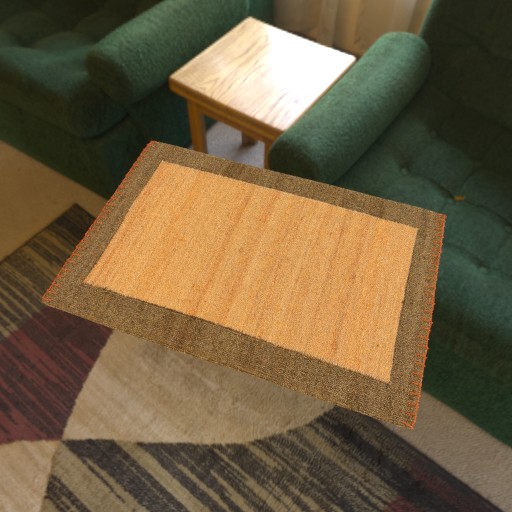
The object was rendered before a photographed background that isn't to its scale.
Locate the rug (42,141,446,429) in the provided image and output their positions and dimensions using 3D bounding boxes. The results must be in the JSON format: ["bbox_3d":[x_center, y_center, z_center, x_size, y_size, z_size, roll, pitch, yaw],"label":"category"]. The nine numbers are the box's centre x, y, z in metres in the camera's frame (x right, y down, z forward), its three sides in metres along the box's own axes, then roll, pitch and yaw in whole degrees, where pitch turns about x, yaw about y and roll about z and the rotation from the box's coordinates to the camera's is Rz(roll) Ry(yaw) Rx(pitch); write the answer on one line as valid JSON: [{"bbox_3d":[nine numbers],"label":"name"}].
[{"bbox_3d":[0.000,0.000,2.316,1.838,0.019,1.220,16,58,10],"label":"rug"}]
